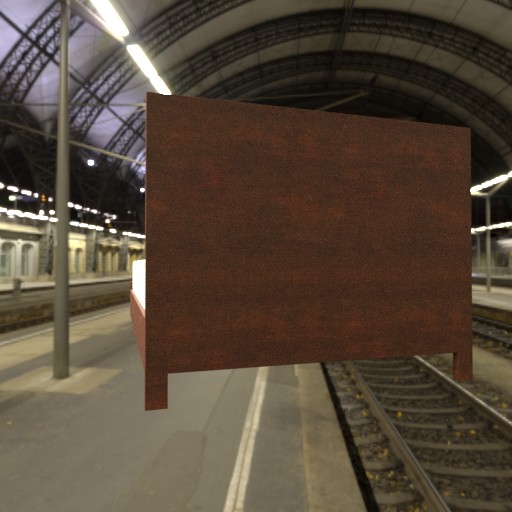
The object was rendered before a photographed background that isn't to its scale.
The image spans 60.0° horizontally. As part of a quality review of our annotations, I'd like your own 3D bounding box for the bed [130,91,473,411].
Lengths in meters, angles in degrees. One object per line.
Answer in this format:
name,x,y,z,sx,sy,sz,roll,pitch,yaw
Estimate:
bed,0.000,0.000,3.042,1.600,1.270,2.184,0,-1,-17
